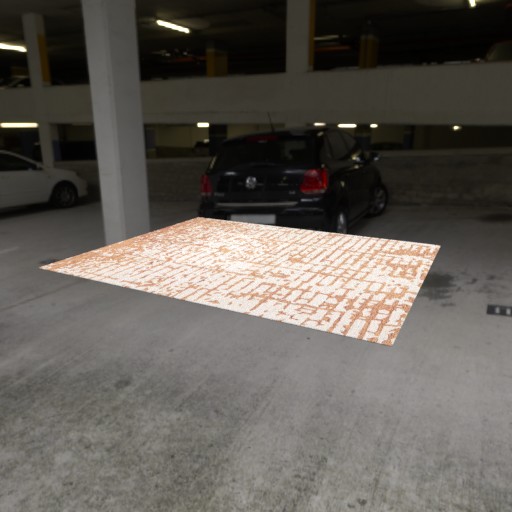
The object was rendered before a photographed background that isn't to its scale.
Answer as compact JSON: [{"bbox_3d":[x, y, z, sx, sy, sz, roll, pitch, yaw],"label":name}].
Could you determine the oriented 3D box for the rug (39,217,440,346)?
[{"bbox_3d":[0.000,0.000,4.254,3.050,0.011,2.441,9,19,27],"label":"rug"}]
